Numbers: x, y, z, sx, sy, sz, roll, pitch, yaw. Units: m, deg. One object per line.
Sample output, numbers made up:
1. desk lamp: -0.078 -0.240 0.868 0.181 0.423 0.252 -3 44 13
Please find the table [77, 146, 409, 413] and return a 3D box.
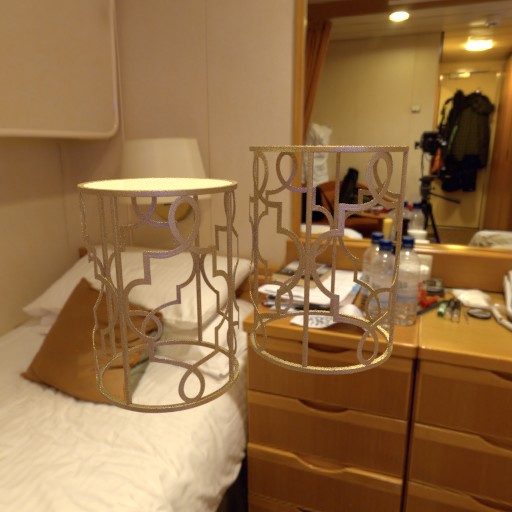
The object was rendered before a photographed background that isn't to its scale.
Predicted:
1. table: 0.000 0.000 1.174 0.846 0.564 0.420 -7 16 -25
